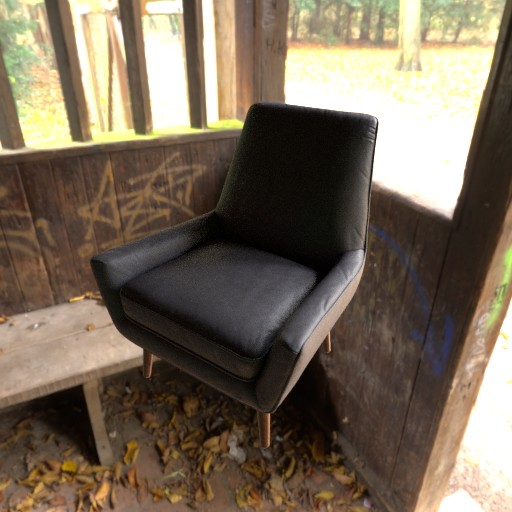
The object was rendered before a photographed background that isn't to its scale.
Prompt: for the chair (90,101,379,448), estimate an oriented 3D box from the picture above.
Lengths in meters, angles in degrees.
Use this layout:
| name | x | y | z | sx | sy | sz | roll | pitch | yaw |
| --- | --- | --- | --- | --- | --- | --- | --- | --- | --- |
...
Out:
| name | x | y | z | sx | sy | sz | roll | pitch | yaw |
| --- | --- | --- | --- | --- | --- | --- | --- | --- | --- |
| chair | 0.000 | 0.000 | 1.531 | 0.787 | 0.888 | 0.822 | 19 | 34 | 30 |
